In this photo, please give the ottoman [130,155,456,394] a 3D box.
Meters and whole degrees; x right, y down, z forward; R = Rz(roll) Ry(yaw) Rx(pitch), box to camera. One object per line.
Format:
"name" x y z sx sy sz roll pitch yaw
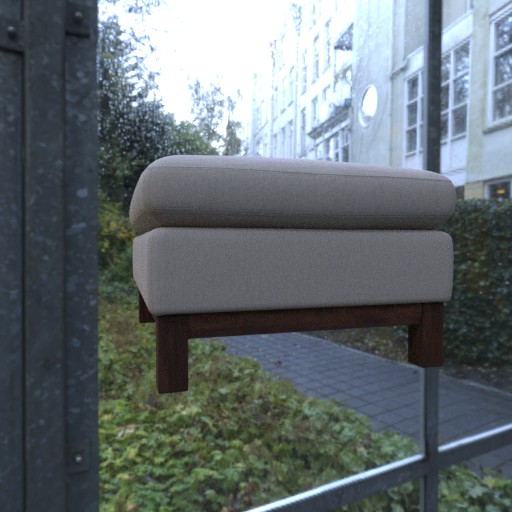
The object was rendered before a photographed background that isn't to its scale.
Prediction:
"ottoman" 0.000 0.000 1.121 0.606 0.420 0.771 0 2 -17
